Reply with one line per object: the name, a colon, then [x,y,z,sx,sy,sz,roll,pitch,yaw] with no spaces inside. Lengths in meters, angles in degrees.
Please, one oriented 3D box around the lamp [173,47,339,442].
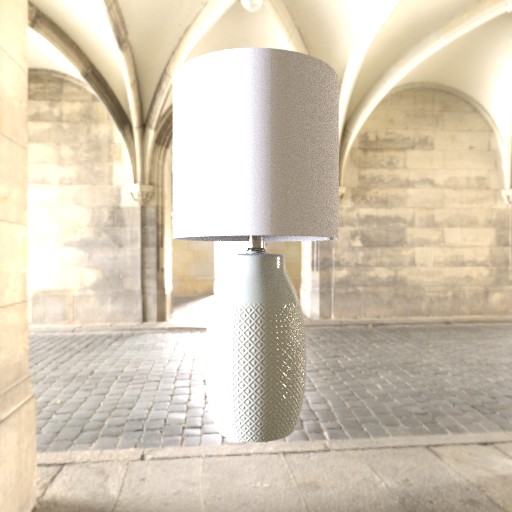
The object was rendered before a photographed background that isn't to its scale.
lamp: [0.000,0.000,0.589,0.217,0.453,0.217,0,0,37]
